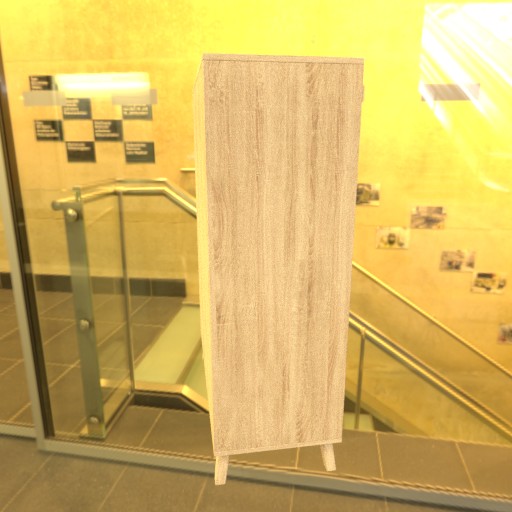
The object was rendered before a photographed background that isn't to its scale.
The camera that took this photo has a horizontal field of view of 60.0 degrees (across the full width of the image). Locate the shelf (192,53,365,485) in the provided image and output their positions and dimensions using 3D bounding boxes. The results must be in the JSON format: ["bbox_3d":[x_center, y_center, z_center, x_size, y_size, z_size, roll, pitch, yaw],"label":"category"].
[{"bbox_3d":[0.000,0.000,1.852,0.450,1.390,1.000,-2,15,-9],"label":"shelf"}]
